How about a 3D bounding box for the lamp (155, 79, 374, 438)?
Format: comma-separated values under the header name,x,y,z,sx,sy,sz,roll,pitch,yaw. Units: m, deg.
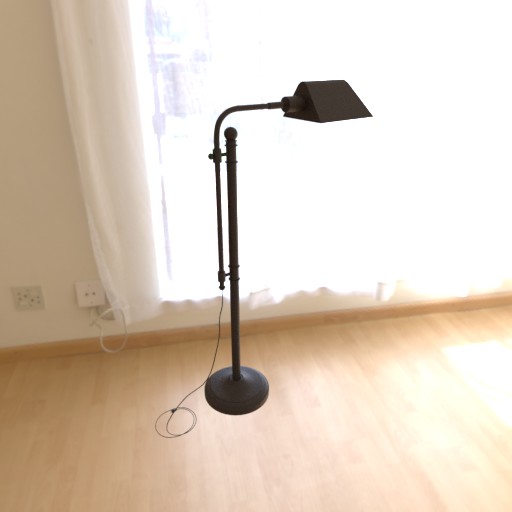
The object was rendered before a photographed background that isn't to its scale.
name,x,y,z,sx,sy,sz,roll,pitch,yaw
lamp,0.000,0.000,0.976,0.545,0.708,0.159,-17,30,-32
